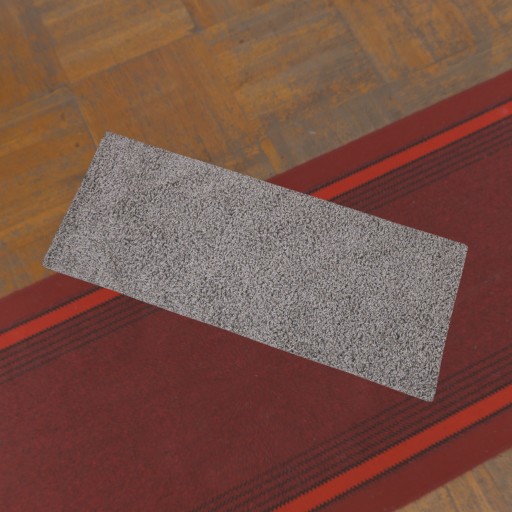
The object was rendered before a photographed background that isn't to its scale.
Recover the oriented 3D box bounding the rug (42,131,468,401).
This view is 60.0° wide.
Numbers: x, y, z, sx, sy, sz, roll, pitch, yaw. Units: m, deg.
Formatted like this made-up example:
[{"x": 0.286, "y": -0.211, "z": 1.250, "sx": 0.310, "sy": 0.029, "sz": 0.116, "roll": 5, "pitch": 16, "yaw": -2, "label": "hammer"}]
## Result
[{"x": 0.000, "y": 0.000, "z": 1.703, "sx": 1.524, "sy": 0.030, "sz": 0.609, "roll": 18, "pitch": 76, "yaw": 5, "label": "rug"}]
